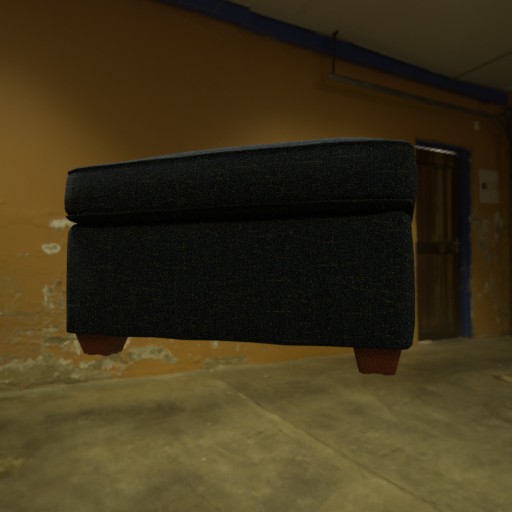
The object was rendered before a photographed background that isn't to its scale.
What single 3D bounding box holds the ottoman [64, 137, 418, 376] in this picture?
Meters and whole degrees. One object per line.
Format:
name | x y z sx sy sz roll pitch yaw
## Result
ottoman | 0.000 0.000 1.098 0.749 0.450 0.549 -1 -2 18
